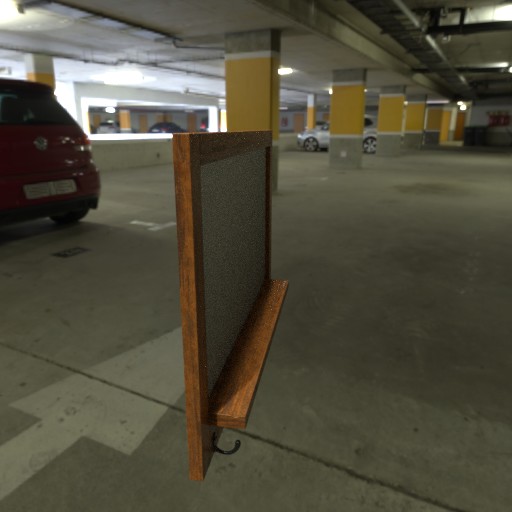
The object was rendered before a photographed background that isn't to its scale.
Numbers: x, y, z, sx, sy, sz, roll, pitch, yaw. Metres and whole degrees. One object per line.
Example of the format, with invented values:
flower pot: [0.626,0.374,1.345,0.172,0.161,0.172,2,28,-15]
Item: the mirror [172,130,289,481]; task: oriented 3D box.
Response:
mirror: [0.000,0.000,0.988,0.084,0.537,0.758,3,16,10]
